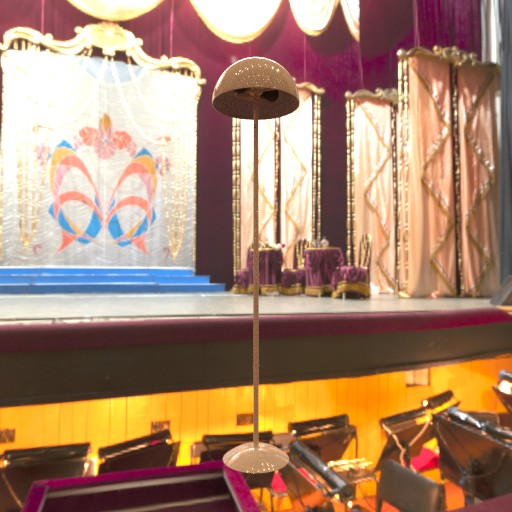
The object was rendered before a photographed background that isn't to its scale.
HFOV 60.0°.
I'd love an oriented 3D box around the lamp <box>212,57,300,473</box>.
[{"bbox_3d":[0.000,0.000,1.645,0.328,1.480,0.328,1,-2,-18],"label":"lamp"}]
